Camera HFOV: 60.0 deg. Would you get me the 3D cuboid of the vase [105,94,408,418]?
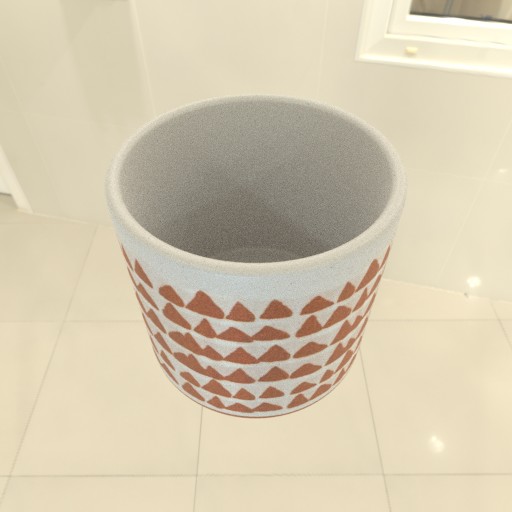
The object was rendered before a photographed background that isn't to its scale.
[{"bbox_3d":[0.000,0.000,0.249,0.137,0.127,0.137,0,47,0],"label":"vase"}]
